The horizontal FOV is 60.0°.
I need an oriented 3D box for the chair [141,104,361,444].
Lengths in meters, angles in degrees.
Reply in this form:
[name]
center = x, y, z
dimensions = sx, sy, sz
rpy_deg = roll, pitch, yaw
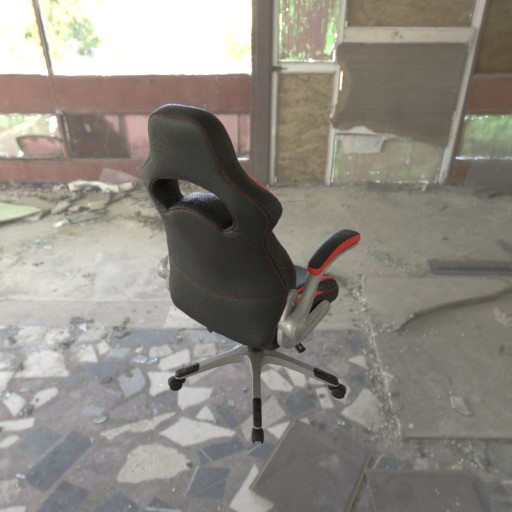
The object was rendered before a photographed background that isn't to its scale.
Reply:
[chair]
center = 0.000, 0.000, 1.640
dimensions = 0.758, 1.165, 0.712
rpy_deg = 20, 35, 32
